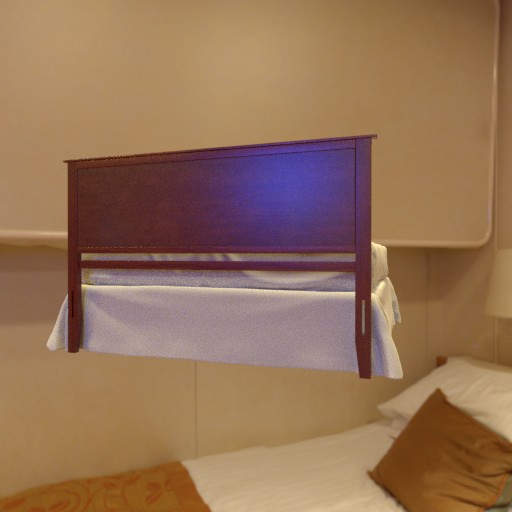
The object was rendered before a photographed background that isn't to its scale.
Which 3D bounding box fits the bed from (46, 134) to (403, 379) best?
[{"bbox_3d":[0.000,0.000,3.652,2.314,1.271,2.219,0,0,19],"label":"bed"}]
